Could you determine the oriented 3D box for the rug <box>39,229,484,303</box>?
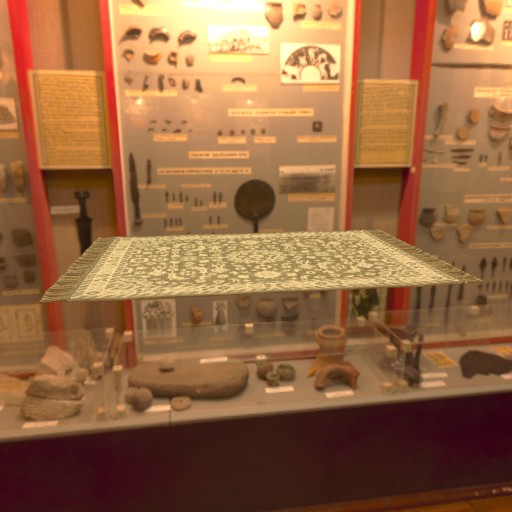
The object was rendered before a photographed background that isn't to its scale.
[{"bbox_3d":[0.000,0.000,3.098,2.431,0.025,1.530,-2,15,-8],"label":"rug"}]
